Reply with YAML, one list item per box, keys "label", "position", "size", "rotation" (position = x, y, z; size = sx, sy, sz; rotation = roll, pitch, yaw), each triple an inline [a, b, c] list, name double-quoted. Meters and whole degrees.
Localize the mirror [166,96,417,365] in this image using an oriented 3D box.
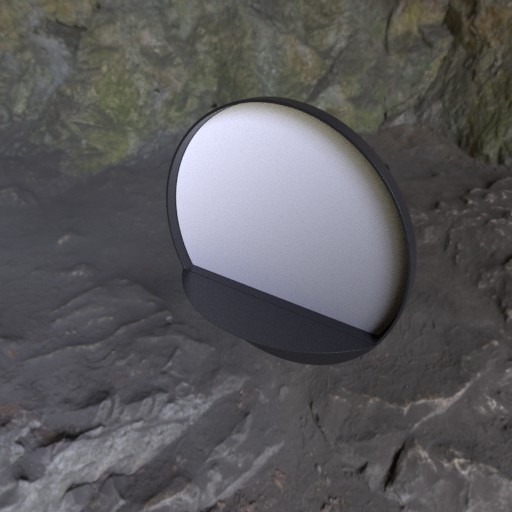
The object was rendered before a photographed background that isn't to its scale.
- label: "mirror"
  position: [0.000, 0.000, 0.694]
  size: [0.457, 0.457, 0.133]
  rotation: [19, 35, 29]
